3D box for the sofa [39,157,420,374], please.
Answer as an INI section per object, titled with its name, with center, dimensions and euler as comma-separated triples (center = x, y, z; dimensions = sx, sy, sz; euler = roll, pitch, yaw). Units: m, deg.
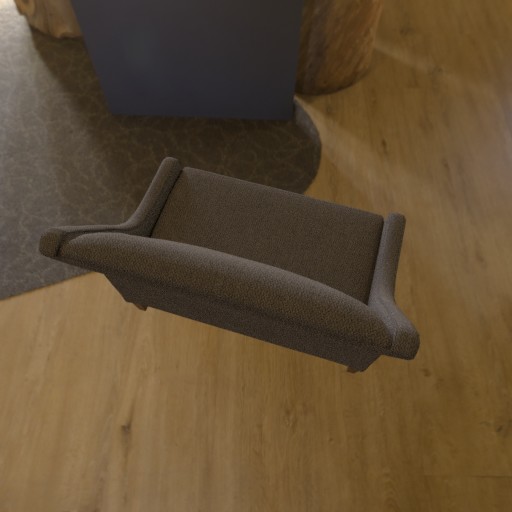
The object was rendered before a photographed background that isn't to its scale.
[sofa]
center = 0.000, 0.000, 1.953
dimensions = 1.242, 1.022, 0.873
euler = 15, 63, 8
